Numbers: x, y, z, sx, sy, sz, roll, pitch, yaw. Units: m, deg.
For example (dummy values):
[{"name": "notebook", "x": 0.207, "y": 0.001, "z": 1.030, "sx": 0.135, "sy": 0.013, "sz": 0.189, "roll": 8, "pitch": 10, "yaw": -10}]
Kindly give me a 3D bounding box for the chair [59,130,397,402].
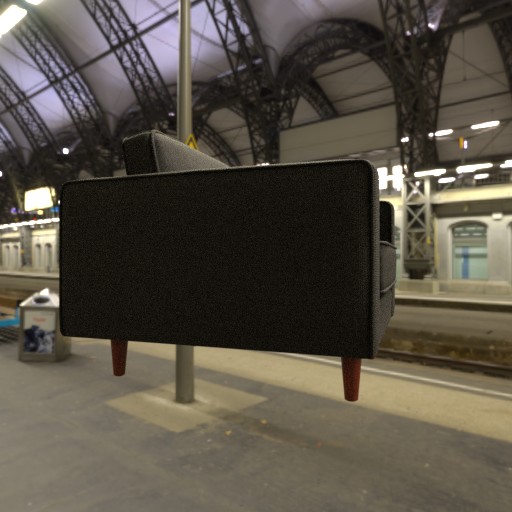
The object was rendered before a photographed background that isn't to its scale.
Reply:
[{"name": "chair", "x": 0.000, "y": 0.000, "z": 1.545, "sx": 0.919, "sy": 0.770, "sz": 0.899, "roll": 0, "pitch": 0, "yaw": 20}]
